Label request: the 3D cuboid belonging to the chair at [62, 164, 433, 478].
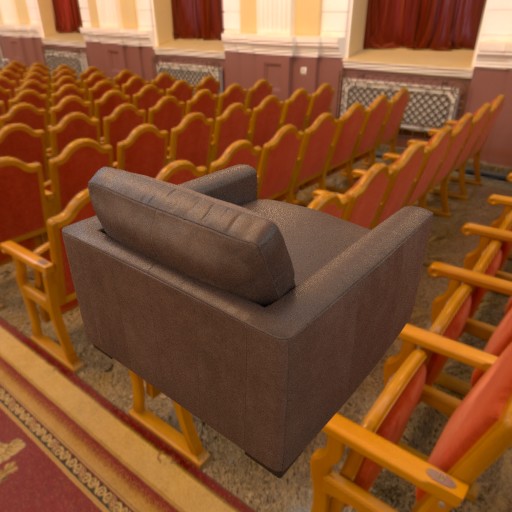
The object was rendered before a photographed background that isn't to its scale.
[{"bbox_3d":[0.000,0.000,1.817,1.100,0.812,1.069,21,35,33],"label":"chair"}]
